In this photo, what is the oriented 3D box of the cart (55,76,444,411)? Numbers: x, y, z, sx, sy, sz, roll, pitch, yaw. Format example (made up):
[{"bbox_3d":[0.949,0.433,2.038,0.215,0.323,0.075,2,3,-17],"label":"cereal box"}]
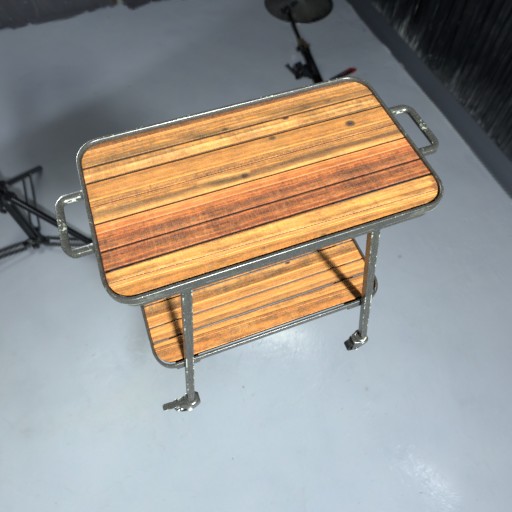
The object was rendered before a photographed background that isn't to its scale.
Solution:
[{"bbox_3d":[0.000,0.000,1.214,0.806,0.700,0.515,-17,61,-10],"label":"cart"}]
